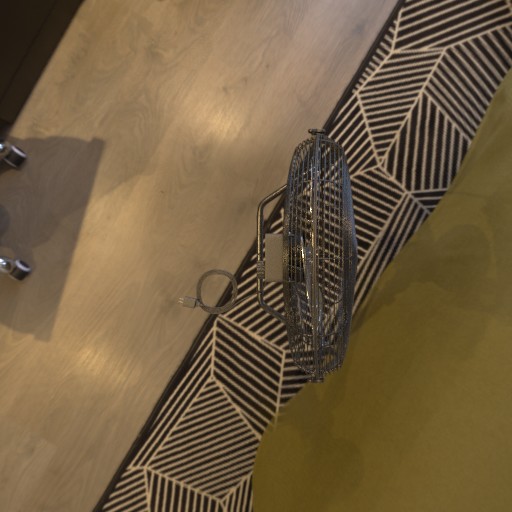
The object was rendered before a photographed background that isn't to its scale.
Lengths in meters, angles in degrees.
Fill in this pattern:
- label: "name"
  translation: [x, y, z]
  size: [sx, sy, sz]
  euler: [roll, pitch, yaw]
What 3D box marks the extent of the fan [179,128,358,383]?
- label: "fan"
  translation: [0.000, 0.000, 1.025]
  size: [0.470, 0.605, 0.595]
  euler: [0, 91, 1]
